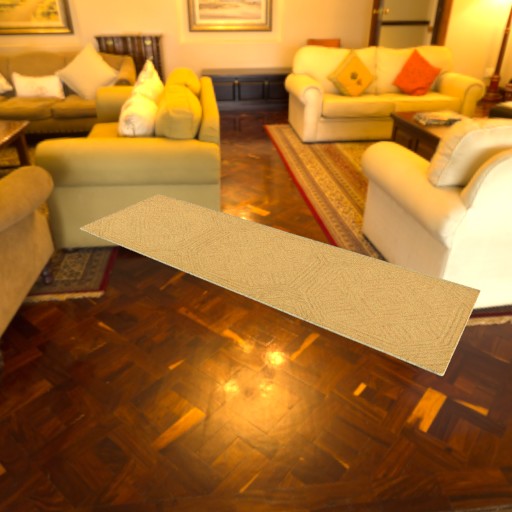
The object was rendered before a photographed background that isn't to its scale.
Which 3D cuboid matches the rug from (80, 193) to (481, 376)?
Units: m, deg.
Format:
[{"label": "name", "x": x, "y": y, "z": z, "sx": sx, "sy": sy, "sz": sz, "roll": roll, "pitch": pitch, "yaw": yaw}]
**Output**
[{"label": "rug", "x": 0.000, "y": 0.000, "z": 2.748, "sx": 2.452, "sy": 0.012, "sz": 0.775, "roll": 19, "pitch": 35, "yaw": 30}]
